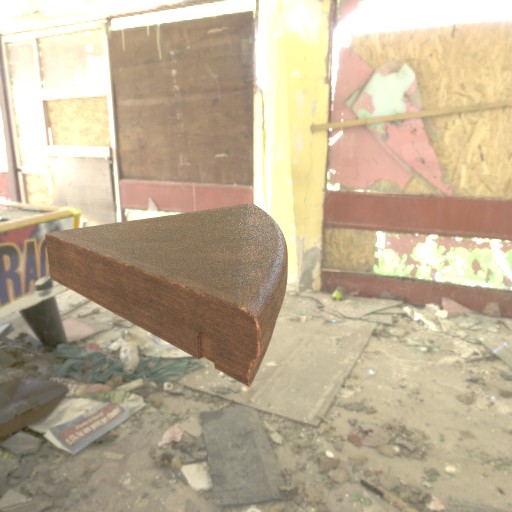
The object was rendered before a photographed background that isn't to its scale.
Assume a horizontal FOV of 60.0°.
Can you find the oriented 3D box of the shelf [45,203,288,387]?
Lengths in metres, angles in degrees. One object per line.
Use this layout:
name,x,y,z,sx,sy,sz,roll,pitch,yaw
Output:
shelf,0.000,0.000,0.465,0.310,0.050,0.310,15,21,43
